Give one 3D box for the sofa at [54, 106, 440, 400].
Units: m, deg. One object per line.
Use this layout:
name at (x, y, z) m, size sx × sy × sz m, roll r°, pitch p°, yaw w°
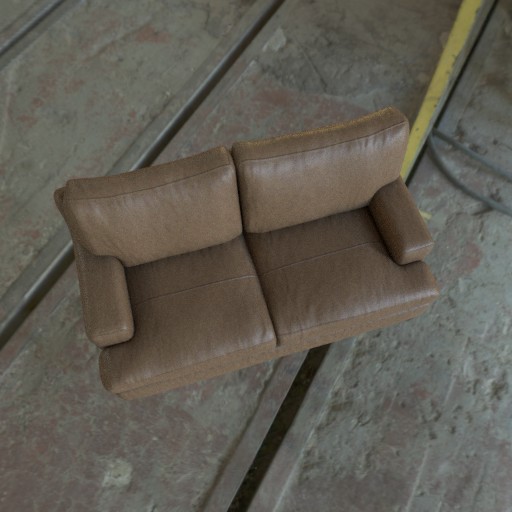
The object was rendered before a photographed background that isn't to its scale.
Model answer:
sofa at (0.000, 0.000, 2.377) m, size 1.855 × 0.980 × 0.962 m, roll -15°, pitch 65°, yaw -7°
